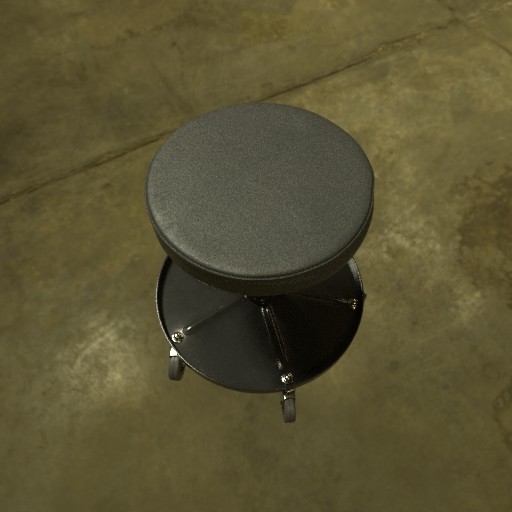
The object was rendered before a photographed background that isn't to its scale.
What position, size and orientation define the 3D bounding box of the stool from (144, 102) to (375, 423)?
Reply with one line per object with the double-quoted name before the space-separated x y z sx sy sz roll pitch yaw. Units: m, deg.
"stool" 0.000 0.000 0.674 0.382 0.365 0.381 14 59 8
